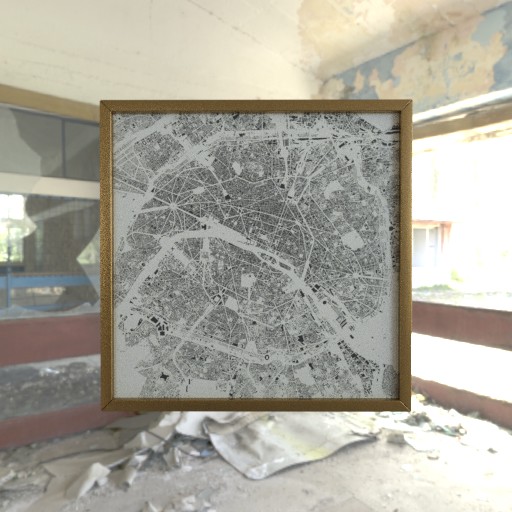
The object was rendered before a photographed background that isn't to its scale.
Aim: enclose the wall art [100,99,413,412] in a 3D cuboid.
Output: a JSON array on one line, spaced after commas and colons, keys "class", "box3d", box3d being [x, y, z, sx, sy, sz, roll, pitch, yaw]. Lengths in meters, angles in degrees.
[{"class": "wall art", "box3d": [0.000, 0.000, 0.450, 0.305, 0.305, 0.037, 0, 1, 0]}]
